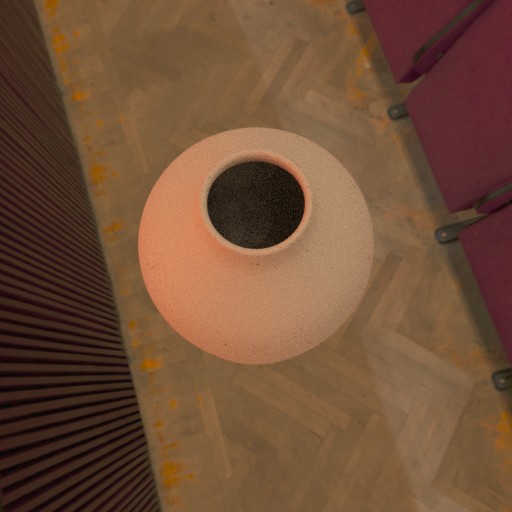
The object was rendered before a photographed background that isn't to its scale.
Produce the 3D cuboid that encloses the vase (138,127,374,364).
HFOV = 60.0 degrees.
[{"bbox_3d":[0.000,0.000,0.358,0.169,0.240,0.169,0,75,0],"label":"vase"}]
